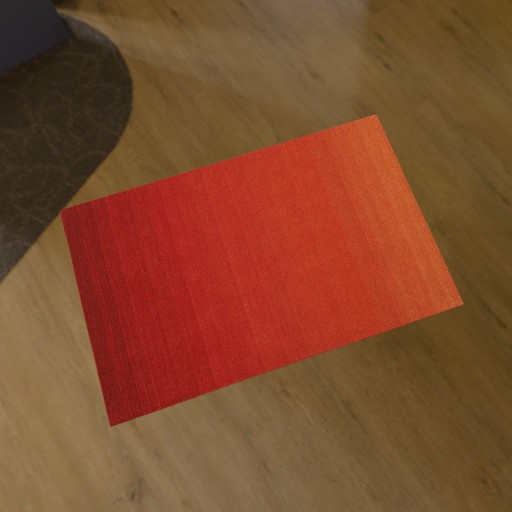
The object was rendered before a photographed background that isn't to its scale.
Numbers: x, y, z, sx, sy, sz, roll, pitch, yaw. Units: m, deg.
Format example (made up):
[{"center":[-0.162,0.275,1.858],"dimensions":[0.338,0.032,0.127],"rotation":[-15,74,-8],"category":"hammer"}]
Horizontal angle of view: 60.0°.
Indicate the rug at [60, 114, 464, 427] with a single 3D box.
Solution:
[{"center":[0.000,0.000,3.070],"dimensions":[2.442,0.010,1.531],"rotation":[-18,76,-5],"category":"rug"}]
